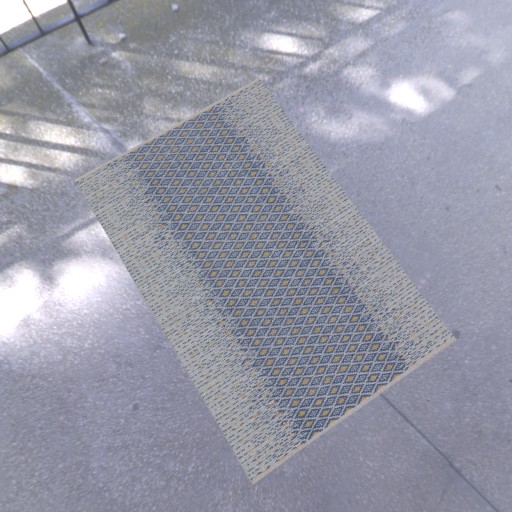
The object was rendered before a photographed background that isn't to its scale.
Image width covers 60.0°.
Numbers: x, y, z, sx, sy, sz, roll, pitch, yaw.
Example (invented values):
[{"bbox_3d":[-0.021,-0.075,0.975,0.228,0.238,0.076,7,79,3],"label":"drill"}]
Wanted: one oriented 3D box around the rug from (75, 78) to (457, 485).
[{"bbox_3d":[0.000,0.000,2.341,1.219,0.005,1.828,-32,77,-8],"label":"rug"}]
